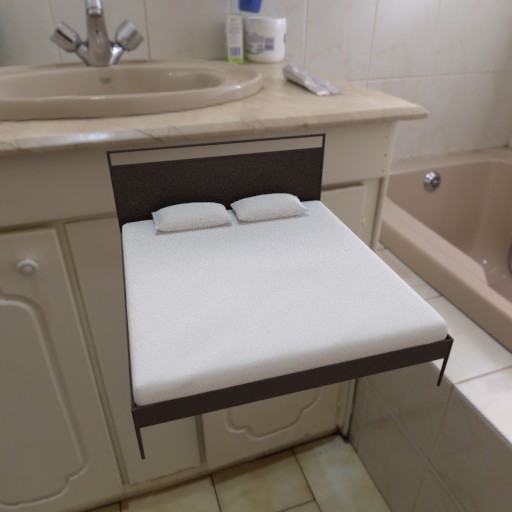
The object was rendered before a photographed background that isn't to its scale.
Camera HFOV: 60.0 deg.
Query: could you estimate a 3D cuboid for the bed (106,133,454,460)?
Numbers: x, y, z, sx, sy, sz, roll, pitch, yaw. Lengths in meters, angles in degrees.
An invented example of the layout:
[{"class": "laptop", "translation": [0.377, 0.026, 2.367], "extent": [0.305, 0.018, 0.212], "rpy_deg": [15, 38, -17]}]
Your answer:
[{"class": "bed", "translation": [0.000, 0.000, 3.366], "extent": [1.993, 1.173, 2.151], "rpy_deg": [-8, 31, -14]}]
